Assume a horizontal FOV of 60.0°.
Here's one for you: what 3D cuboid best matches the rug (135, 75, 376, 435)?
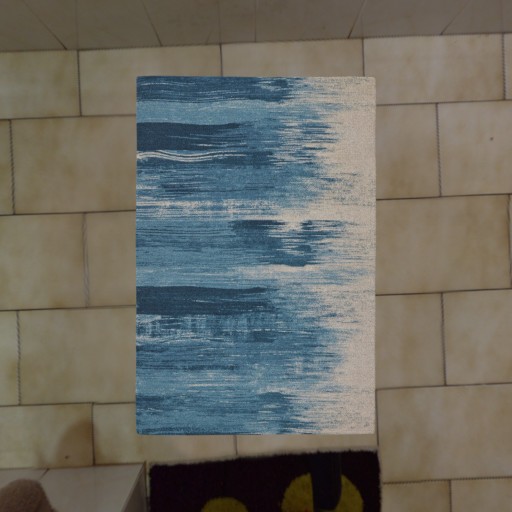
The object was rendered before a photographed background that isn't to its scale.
[{"bbox_3d":[0.000,0.000,2.267,1.232,0.009,1.836,0,90,-1],"label":"rug"}]
